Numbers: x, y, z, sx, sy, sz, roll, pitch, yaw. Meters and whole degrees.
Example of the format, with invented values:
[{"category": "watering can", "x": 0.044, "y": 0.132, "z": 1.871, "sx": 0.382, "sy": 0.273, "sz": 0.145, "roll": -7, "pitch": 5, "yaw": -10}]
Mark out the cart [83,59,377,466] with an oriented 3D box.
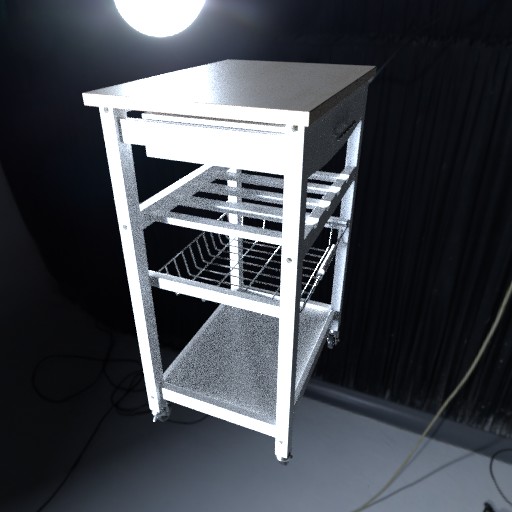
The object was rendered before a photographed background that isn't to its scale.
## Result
[{"category": "cart", "x": 0.000, "y": 0.000, "z": 1.136, "sx": 0.406, "sy": 0.857, "sz": 0.578, "roll": 12, "pitch": 32, "yaw": 19}]
